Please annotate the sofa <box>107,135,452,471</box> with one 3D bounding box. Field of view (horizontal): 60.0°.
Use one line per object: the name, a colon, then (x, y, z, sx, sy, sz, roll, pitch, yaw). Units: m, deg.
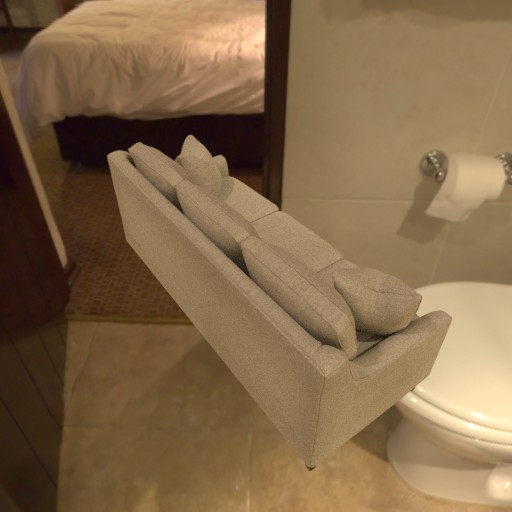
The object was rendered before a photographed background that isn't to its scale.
sofa: (0.000, 0.000, 2.544, 0.865, 0.914, 2.031, -24, 45, -27)
